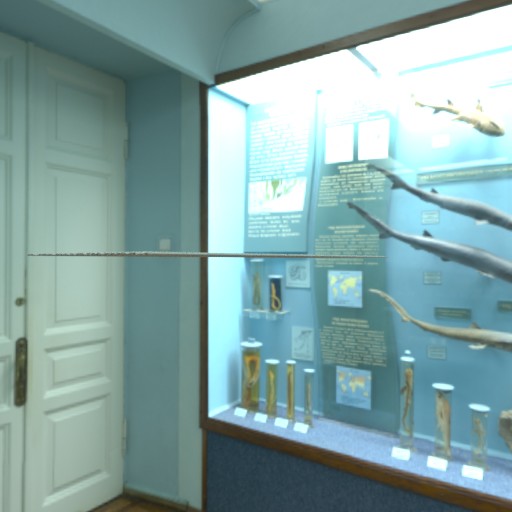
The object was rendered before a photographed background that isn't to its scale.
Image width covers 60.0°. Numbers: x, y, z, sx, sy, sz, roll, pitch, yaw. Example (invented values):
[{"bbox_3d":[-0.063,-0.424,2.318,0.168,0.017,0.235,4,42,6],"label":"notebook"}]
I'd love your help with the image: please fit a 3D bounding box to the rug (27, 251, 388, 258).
[{"bbox_3d":[0.000,0.000,2.767,0.786,0.013,2.480,0,-1,37],"label":"rug"}]
